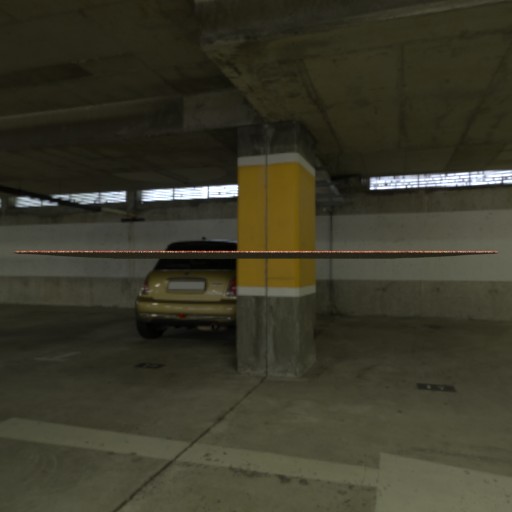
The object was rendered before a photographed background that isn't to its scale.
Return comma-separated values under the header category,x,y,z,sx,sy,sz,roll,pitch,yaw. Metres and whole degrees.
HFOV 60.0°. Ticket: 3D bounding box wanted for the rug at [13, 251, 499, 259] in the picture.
category,x,y,z,sx,sy,sz,roll,pitch,yaw
rug,0.000,0.000,2.159,1.747,0.011,1.139,0,-1,0
